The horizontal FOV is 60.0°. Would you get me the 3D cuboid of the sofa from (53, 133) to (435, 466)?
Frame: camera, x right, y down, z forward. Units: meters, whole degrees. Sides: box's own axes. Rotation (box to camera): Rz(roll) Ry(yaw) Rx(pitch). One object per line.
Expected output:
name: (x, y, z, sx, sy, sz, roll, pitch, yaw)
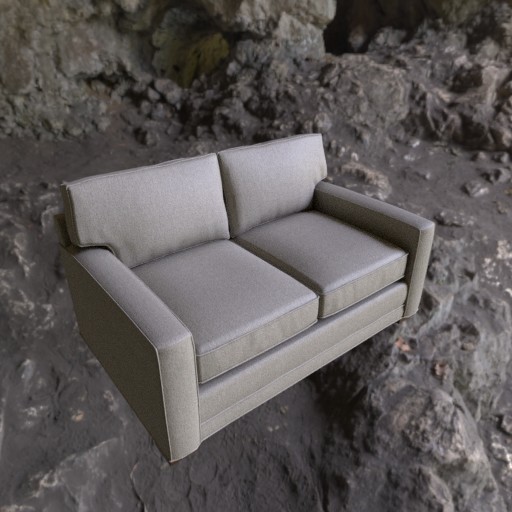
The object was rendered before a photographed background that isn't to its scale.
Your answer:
sofa: (0.000, 0.000, 2.078, 1.484, 0.853, 0.940, -21, 35, -33)
